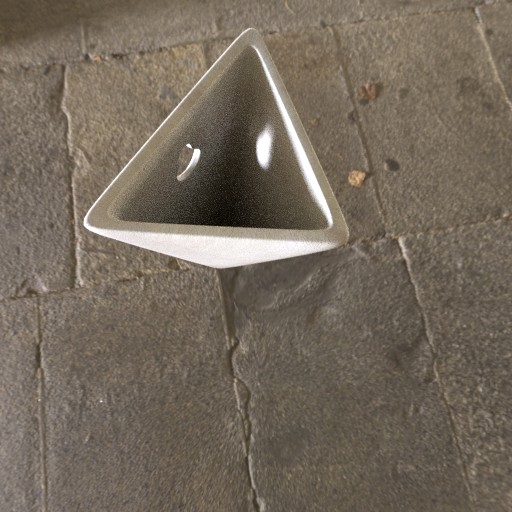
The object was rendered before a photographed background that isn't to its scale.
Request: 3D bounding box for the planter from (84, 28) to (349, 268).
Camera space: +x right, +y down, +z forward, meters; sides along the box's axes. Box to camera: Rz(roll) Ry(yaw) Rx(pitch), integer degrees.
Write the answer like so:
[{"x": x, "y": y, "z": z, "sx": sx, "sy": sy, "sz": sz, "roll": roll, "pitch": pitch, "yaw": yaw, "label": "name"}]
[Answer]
[{"x": 0.000, "y": 0.000, "z": 0.265, "sx": 0.081, "sy": 0.224, "sz": 0.101, "roll": 34, "pitch": 77, "yaw": 9, "label": "planter"}]
